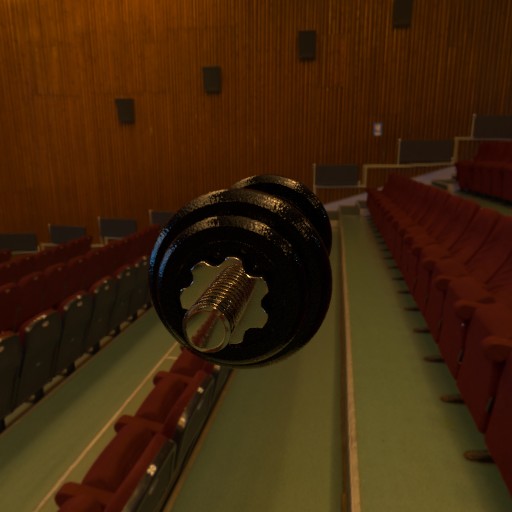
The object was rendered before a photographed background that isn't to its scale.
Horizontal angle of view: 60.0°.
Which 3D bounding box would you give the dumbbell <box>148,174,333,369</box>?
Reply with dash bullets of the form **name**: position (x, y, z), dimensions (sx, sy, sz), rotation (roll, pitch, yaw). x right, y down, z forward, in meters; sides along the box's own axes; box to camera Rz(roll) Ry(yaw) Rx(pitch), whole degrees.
- **dumbbell**: position (0.000, 0.000, 0.593), dimensions (0.202, 0.202, 0.497), rotation (2, 14, 9)
